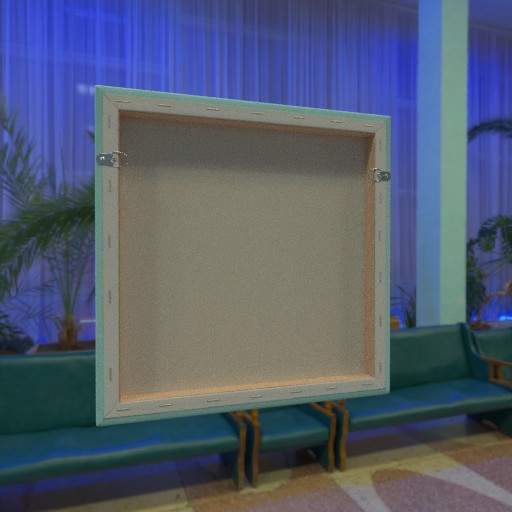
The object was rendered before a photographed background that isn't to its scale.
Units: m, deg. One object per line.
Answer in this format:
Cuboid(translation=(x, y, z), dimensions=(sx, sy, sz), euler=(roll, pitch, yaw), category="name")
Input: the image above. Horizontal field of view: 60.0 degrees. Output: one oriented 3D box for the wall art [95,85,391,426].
Cuboid(translation=(0.000, 0.000, 1.124), dimensions=(0.765, 0.766, 0.054), euler=(0, 1, -18), category="wall art")
